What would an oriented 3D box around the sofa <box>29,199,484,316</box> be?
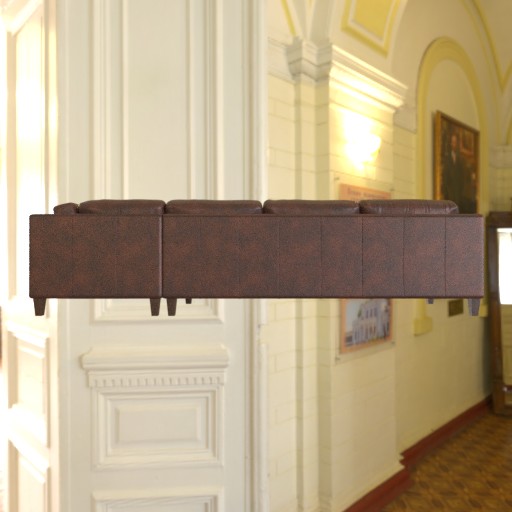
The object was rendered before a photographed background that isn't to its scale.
[{"bbox_3d":[0.000,0.000,4.251,3.152,0.836,2.438,0,0,0],"label":"sofa"}]
